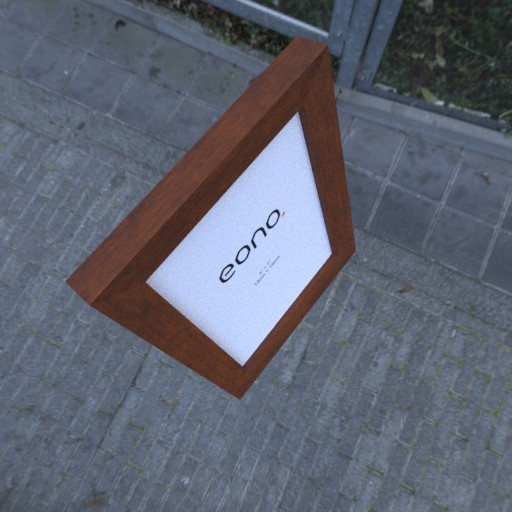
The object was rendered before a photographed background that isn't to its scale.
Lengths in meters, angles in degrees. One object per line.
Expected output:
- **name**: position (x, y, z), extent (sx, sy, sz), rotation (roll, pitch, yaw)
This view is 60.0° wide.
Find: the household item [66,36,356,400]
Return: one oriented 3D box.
- **household item**: position (0.000, 0.000, 0.287), extent (0.096, 0.204, 0.160), rotation (38, 78, 10)
